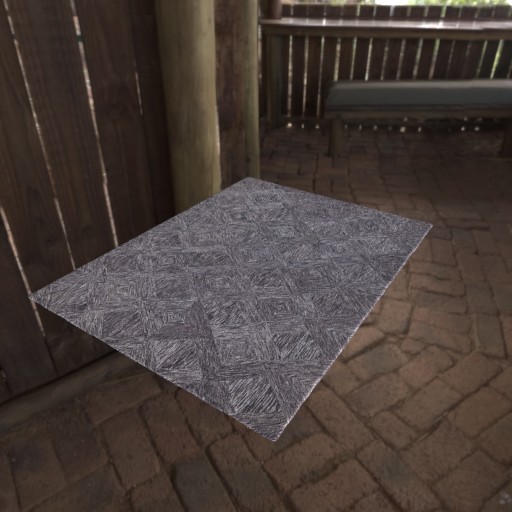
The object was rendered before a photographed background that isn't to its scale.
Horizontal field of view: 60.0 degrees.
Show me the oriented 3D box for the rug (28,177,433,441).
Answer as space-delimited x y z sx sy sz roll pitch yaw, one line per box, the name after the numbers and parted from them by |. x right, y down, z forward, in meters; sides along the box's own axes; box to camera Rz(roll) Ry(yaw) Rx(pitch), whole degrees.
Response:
0.000 0.000 4.232 2.448 0.017 3.204 20 37 29 | rug
